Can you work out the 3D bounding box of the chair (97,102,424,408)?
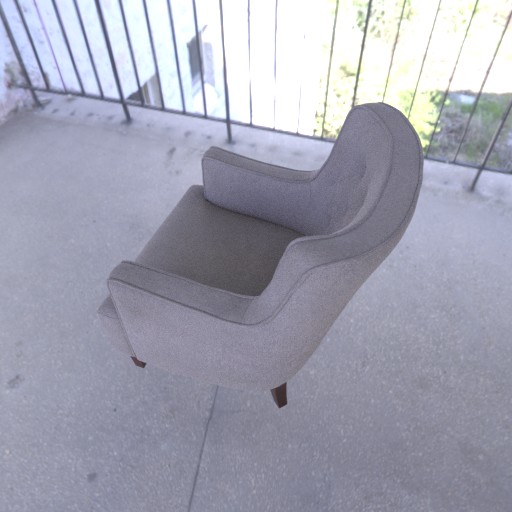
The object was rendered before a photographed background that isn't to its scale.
[{"bbox_3d":[0.000,0.000,1.562,0.910,0.919,0.781,15,49,14],"label":"chair"}]
